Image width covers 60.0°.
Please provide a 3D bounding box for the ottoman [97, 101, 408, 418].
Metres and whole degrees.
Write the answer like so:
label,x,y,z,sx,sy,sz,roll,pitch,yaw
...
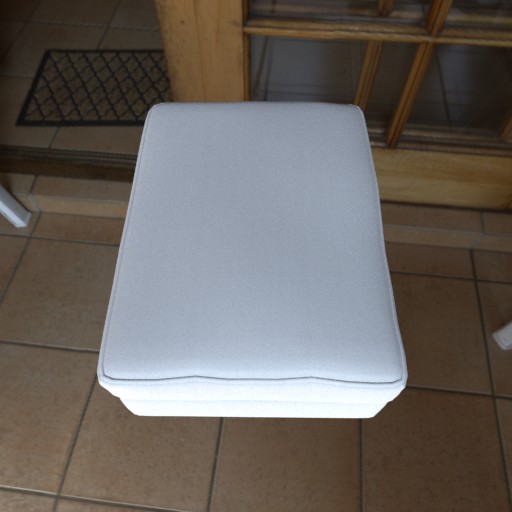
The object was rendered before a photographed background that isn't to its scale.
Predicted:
label,x,y,z,sx,sy,sz,roll,pitch,yaw
ottoman,0.000,0.000,1.216,0.634,0.479,0.818,0,59,0
